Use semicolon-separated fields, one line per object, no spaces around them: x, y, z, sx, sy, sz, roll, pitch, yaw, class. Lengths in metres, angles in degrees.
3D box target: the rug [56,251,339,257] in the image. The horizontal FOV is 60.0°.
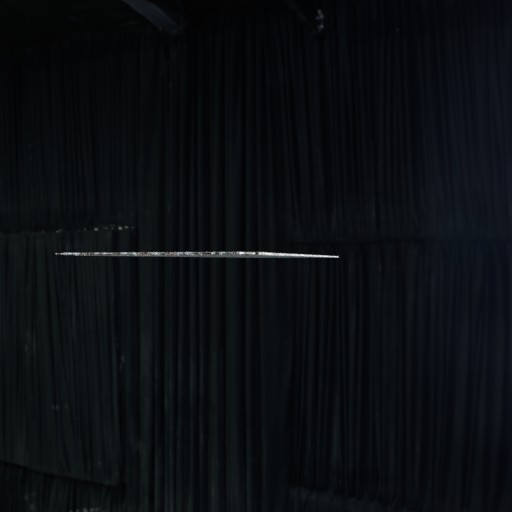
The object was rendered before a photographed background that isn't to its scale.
0.000;0.000;2.799;0.762;0.011;2.664;0;0;17;rug
